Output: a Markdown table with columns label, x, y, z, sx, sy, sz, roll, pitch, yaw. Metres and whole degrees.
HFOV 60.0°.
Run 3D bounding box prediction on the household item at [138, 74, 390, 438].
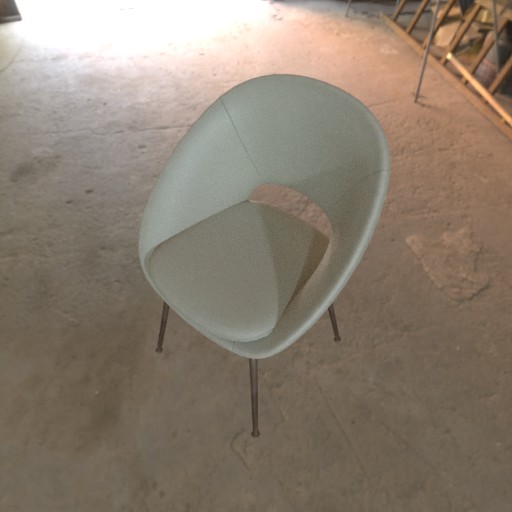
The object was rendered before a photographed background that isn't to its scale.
| label | x | y | z | sx | sy | sz | roll | pitch | yaw |
| --- | --- | --- | --- | --- | --- | --- | --- | --- | --- |
| household item | 0.000 | 0.000 | 1.288 | 0.623 | 0.852 | 0.573 | 32 | 55 | 27 |
